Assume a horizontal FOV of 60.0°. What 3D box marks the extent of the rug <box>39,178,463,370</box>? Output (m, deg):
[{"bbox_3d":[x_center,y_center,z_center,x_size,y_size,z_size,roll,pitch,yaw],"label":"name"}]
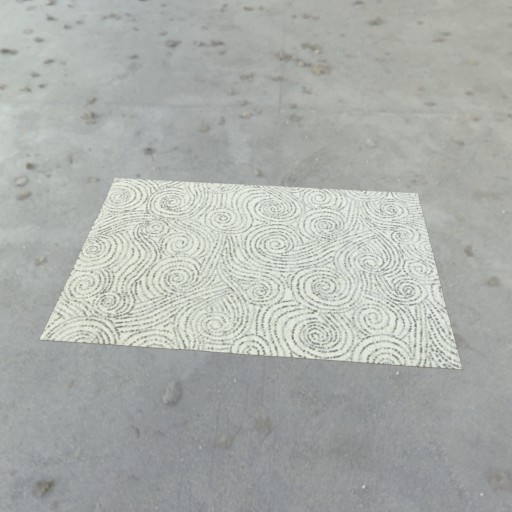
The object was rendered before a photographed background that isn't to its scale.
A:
[{"bbox_3d":[0.000,0.000,3.045,2.439,0.005,1.524,3,48,3],"label":"rug"}]
